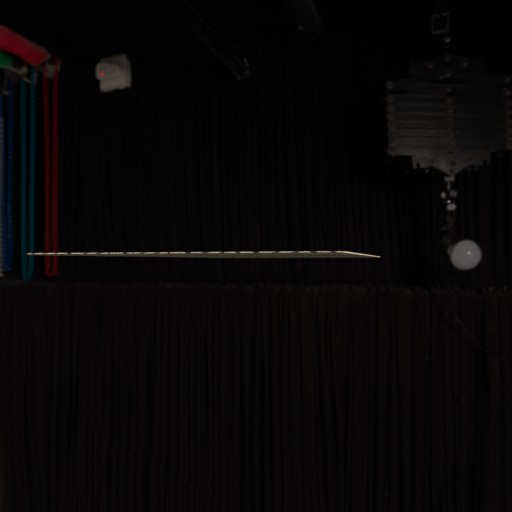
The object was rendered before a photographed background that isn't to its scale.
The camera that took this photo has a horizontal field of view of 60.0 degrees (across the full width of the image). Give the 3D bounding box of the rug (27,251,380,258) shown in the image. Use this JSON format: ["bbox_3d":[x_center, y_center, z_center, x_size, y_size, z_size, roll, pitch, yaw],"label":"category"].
[{"bbox_3d":[0.000,0.000,3.039,1.523,0.008,2.438,0,-1,19],"label":"rug"}]
